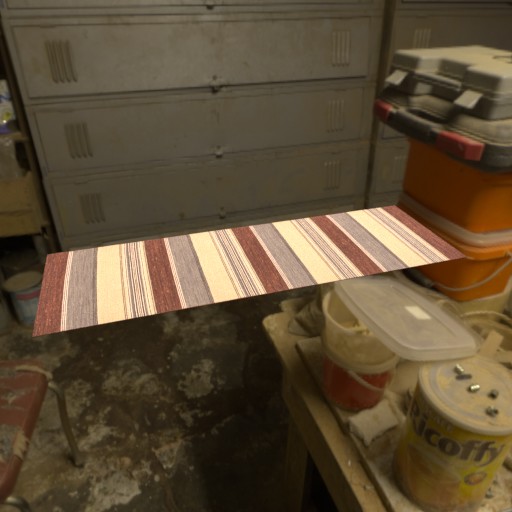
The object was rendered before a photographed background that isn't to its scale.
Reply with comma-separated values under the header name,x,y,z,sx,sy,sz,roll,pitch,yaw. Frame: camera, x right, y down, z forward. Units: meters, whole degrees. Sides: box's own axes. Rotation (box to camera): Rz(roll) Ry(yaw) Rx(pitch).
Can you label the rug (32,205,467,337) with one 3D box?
name,x,y,z,sx,sy,sz,roll,pitch,yaw
rug,0.000,0.000,2.710,2.437,0.006,0.792,-9,32,-15
